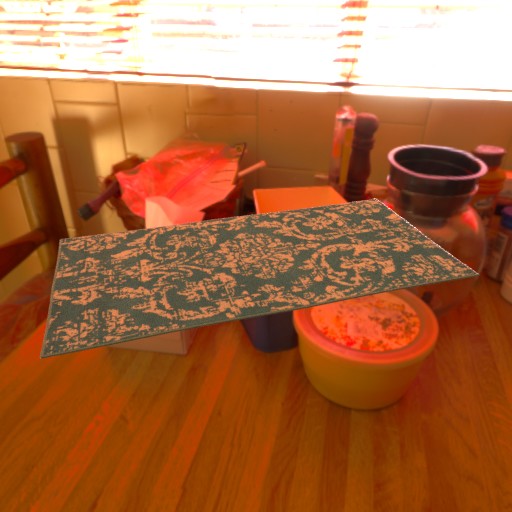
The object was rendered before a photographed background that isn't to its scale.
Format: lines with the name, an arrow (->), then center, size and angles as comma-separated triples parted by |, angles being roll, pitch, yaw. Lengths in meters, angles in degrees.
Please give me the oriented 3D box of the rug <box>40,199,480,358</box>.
rug -> 0.000, 0.000, 1.419 | 1.219, 0.007, 0.604 | -9, 31, -14
